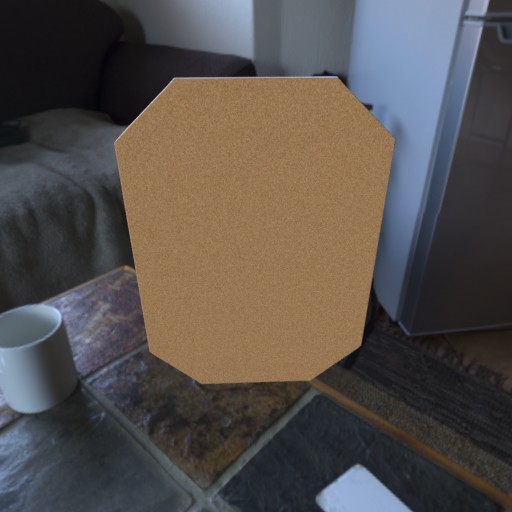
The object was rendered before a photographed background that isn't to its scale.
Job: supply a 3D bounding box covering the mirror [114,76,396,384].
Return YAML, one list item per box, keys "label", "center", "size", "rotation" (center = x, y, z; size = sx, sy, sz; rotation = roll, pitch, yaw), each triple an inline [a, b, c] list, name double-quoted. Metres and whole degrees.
- label: "mirror"
  center: [0.000, 0.000, 1.330]
  size: [0.709, 1.015, 0.061]
  rotation: [-1, 32, -2]
